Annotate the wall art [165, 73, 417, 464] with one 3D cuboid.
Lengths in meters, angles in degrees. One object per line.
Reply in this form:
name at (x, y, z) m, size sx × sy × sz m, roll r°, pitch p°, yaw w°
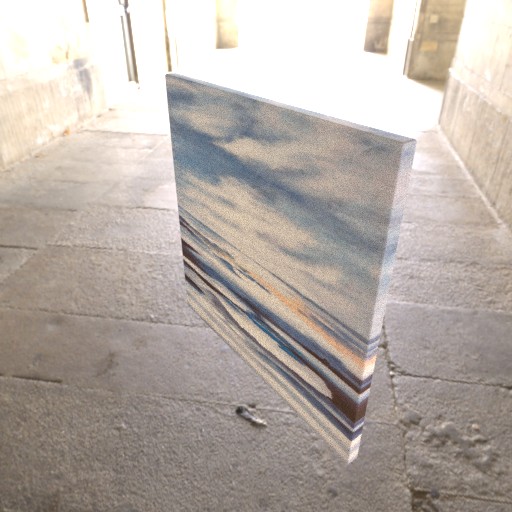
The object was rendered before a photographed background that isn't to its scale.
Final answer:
wall art at (0.000, 0.000, 1.086) m, size 0.035 × 0.747 × 0.747 m, roll -21°, pitch 37°, yaw -31°
